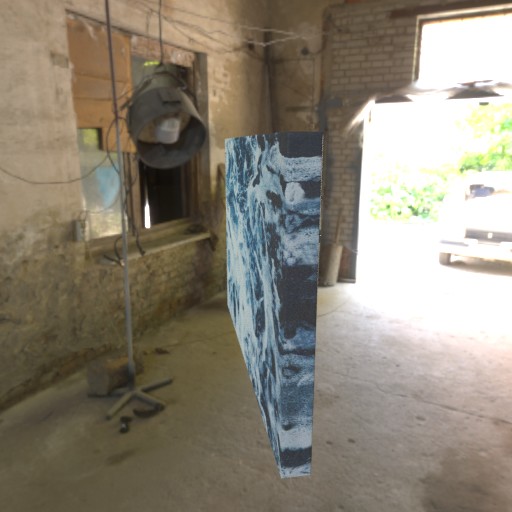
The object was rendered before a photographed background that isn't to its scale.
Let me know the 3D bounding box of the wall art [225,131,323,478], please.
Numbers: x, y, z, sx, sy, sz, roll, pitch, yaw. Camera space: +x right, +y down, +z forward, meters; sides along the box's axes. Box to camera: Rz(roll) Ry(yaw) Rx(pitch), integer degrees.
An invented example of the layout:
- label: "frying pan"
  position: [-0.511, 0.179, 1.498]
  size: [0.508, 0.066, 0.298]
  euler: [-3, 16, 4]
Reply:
- label: "wall art"
  position: [0.000, 0.000, 0.782]
  size: [0.043, 0.407, 0.609]
  euler: [-2, 14, -9]
